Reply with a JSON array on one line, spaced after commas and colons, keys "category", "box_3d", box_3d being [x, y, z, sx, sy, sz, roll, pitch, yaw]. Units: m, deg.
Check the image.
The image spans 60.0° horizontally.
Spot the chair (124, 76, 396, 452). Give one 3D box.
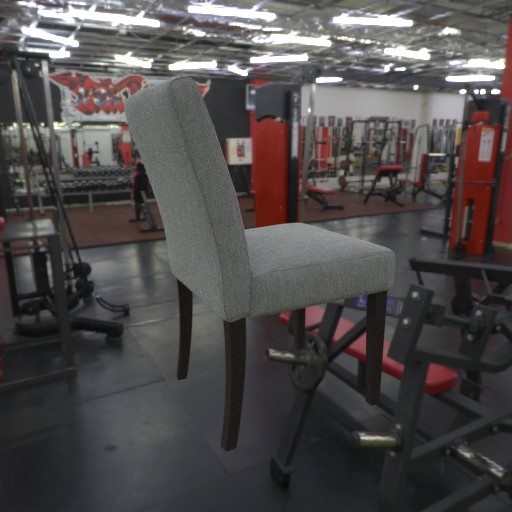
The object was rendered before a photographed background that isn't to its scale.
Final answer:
[{"category": "chair", "box_3d": [0.000, 0.000, 1.267, 0.629, 0.884, 0.487, -7, 16, -26]}]
